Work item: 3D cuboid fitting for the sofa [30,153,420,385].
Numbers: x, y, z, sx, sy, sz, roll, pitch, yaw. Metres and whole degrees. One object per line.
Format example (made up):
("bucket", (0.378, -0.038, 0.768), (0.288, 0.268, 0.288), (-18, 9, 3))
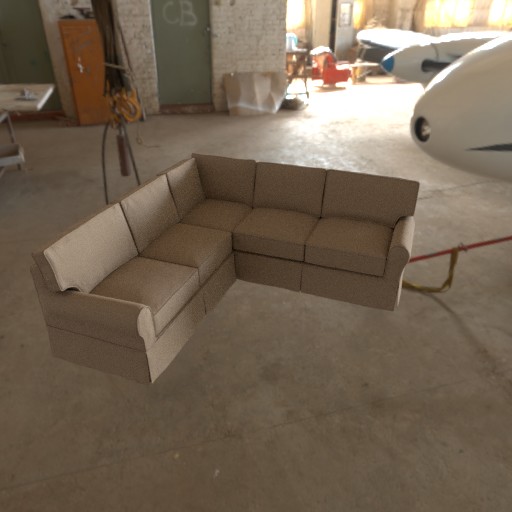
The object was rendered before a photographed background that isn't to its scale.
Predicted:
("sofa", (0.000, 0.000, 4.191), (2.733, 1.124, 2.730), (10, 31, 18))
